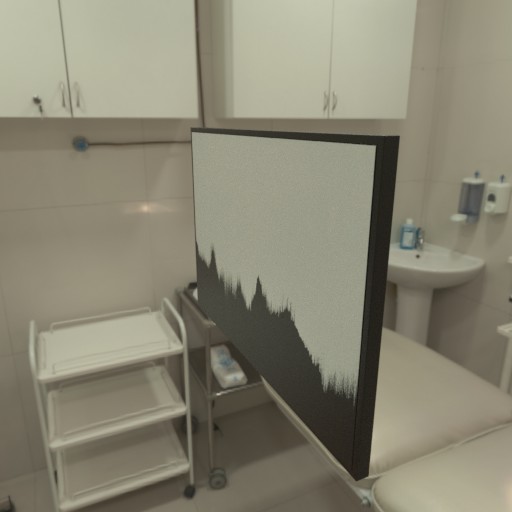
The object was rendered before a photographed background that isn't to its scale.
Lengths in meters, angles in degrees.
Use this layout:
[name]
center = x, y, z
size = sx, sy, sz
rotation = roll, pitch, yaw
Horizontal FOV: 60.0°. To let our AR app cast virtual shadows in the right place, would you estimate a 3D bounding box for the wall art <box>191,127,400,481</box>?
[wall art]
center = 0.000, 0.000, 0.814
size = 0.022, 0.446, 0.659
rotation = -8, 19, -24
